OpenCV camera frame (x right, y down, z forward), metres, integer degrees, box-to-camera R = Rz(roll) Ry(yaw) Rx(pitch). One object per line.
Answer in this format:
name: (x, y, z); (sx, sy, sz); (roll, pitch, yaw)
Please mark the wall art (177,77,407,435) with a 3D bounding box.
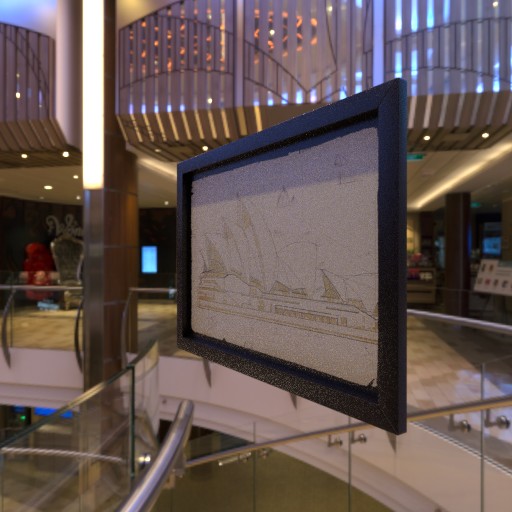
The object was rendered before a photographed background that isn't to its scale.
wall art: (0.000, 0.000, 0.562); (0.013, 0.306, 0.440); (0, 0, -35)
